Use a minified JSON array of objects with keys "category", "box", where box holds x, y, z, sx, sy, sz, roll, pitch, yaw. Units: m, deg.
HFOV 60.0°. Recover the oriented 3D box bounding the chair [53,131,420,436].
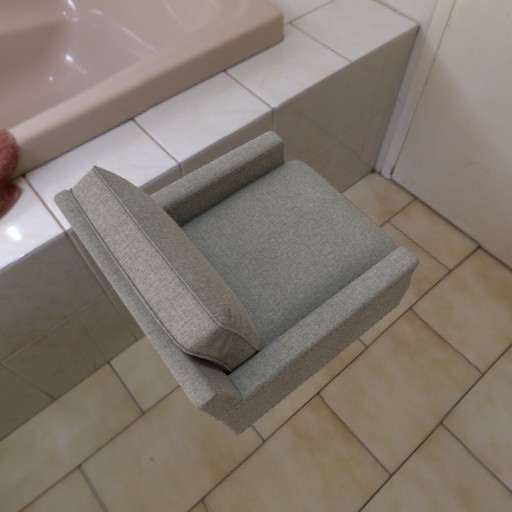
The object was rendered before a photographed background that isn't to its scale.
[{"category":"chair","box":[0.000,0.000,1.692,1.014,0.943,0.853,-33,64,-19]}]
